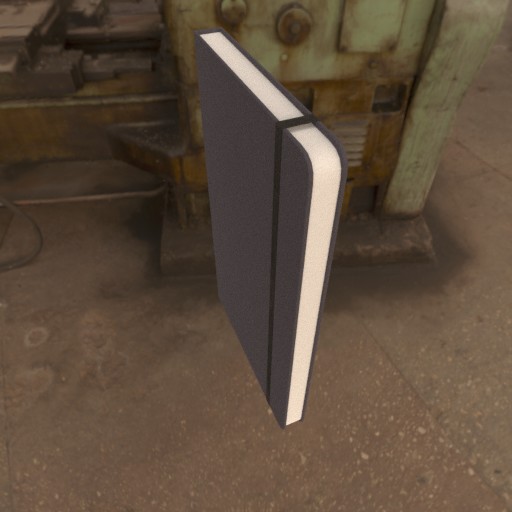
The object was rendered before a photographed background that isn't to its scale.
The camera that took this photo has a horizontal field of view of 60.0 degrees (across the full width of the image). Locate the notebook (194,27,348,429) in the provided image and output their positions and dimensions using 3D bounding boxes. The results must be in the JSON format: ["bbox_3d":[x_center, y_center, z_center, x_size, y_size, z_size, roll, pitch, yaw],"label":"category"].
[{"bbox_3d":[0.000,0.000,0.261,0.016,0.213,0.127,-17,48,-16],"label":"notebook"}]
